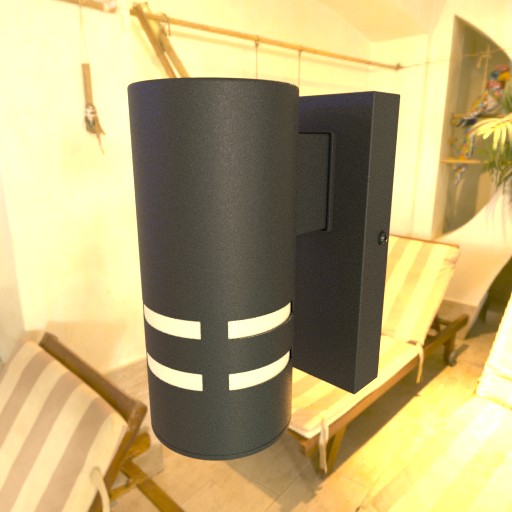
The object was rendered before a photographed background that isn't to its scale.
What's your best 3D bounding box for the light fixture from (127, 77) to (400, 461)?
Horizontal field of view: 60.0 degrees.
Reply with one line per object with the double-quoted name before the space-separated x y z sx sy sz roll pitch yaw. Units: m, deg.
"light fixture" 0.000 0.000 0.255 0.098 0.179 0.138 14 21 42
